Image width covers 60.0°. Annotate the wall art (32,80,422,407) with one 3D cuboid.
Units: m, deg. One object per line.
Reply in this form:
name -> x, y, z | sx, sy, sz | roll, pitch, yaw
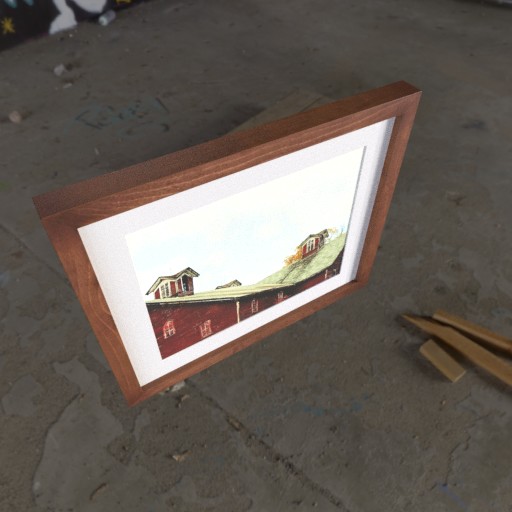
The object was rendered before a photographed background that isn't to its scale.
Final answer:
wall art -> 0.000, 0.000, 0.536 | 0.401, 0.328, 0.030 | -24, 51, -21
